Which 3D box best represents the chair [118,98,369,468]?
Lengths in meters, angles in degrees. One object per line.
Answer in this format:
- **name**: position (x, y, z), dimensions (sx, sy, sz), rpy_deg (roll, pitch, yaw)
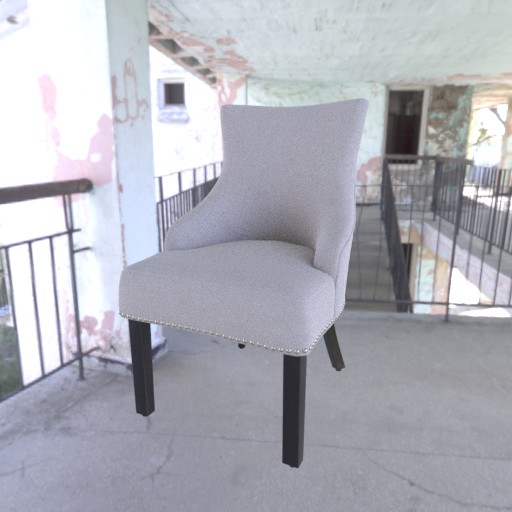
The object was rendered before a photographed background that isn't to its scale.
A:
- **chair**: position (0.000, 0.000, 1.321), dimensions (0.566, 0.909, 0.629), rpy_deg (7, 16, 26)
